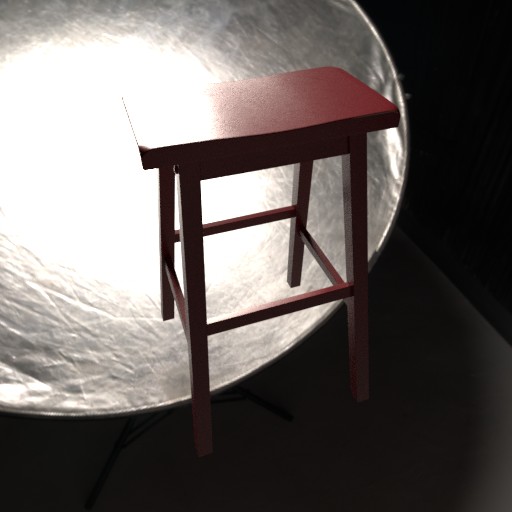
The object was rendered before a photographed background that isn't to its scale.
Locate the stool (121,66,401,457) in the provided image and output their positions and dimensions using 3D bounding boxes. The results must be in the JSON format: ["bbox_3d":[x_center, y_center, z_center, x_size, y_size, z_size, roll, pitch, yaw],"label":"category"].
[{"bbox_3d":[0.000,0.000,1.028,0.457,0.737,0.476,-13,43,-15],"label":"stool"}]
